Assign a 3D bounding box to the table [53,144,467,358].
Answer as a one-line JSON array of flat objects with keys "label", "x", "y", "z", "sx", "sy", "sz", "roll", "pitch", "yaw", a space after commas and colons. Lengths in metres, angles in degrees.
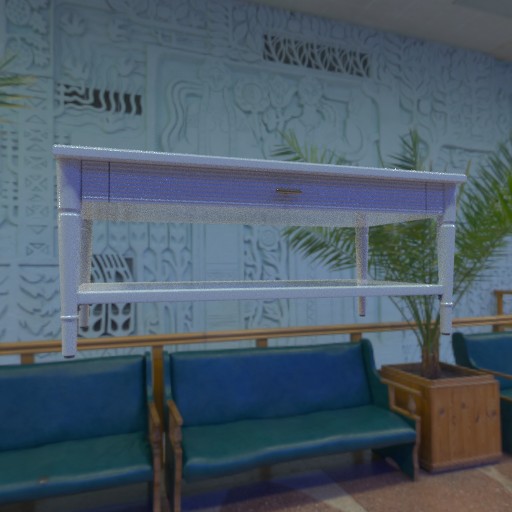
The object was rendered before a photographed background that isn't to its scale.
[{"label": "table", "x": 0.000, "y": 0.000, "z": 1.349, "sx": 1.067, "sy": 0.457, "sz": 0.559, "roll": 0, "pitch": -1, "yaw": -18}]
